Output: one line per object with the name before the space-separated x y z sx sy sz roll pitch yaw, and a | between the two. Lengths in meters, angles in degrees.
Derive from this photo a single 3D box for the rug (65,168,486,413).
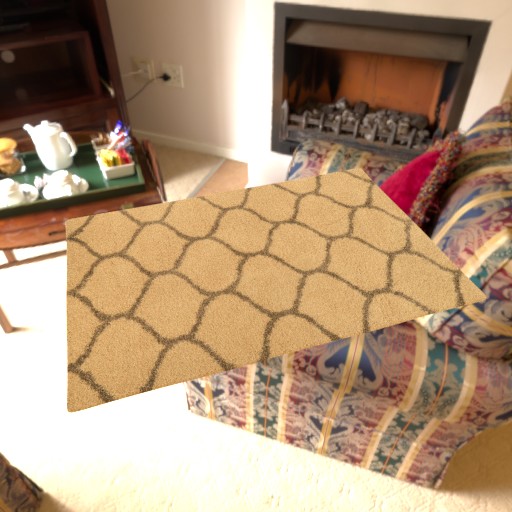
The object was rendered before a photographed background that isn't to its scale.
rug | 0.000 0.000 3.310 2.701 0.026 1.801 -12 43 -13
